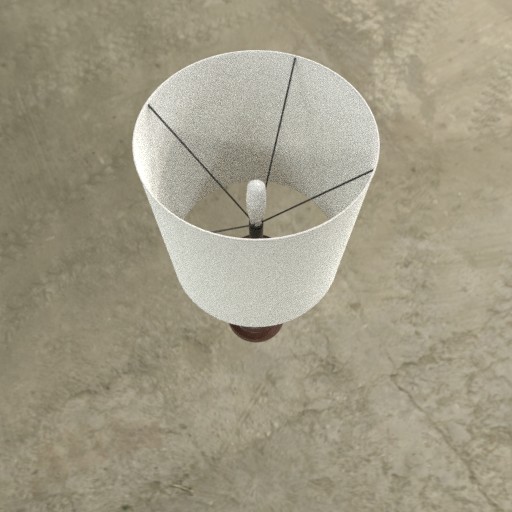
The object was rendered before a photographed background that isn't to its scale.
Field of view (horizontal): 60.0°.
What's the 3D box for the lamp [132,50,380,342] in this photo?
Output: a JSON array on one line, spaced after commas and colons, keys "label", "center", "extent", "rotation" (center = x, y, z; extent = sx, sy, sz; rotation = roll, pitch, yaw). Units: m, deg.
[{"label": "lamp", "center": [0.000, 0.000, 0.579], "extent": [0.208, 0.455, 0.208], "rotation": [1, 63, 0]}]
